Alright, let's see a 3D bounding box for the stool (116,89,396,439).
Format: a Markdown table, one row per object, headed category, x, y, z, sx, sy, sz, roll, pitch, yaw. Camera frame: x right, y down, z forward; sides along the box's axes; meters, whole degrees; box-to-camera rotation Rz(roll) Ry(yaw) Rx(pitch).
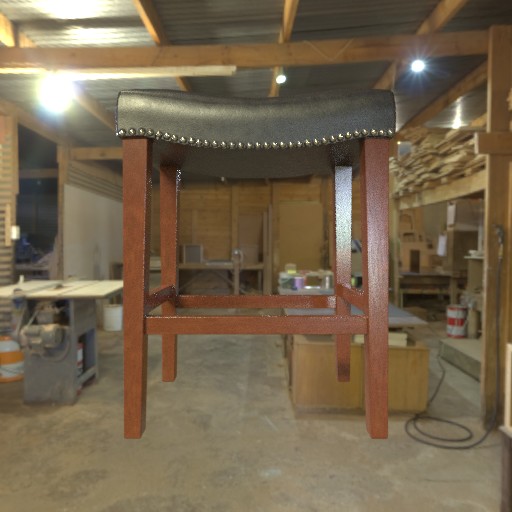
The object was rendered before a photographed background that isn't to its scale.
| category | x | y | z | sx | sy | sz | roll | pitch | yaw |
| --- | --- | --- | --- | --- | --- | --- | --- | --- | --- |
| stool | 0.000 | 0.000 | 0.974 | 0.504 | 0.654 | 0.372 | 0 | 2 | 0 |
